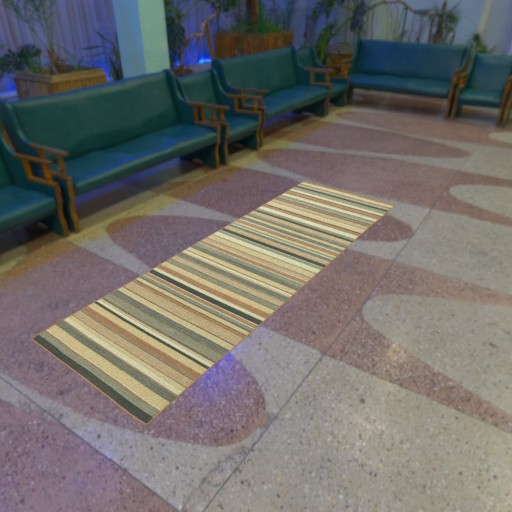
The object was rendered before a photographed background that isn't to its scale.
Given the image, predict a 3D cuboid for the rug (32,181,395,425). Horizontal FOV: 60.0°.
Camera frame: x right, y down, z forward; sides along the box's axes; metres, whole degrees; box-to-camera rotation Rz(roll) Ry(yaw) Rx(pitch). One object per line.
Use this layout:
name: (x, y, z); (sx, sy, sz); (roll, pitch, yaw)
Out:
rug: (0.000, 0.000, 2.687); (0.799, 0.010, 2.444); (21, 37, 31)
